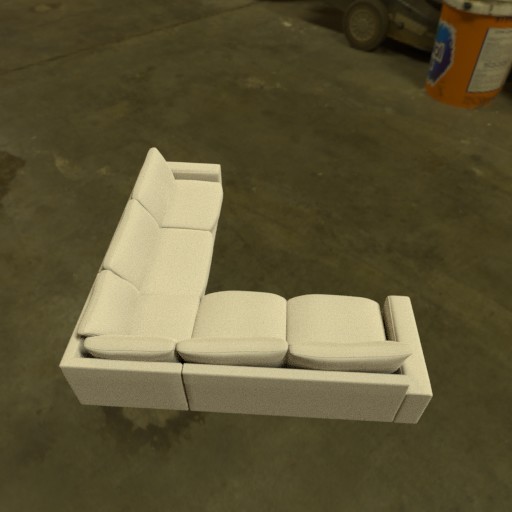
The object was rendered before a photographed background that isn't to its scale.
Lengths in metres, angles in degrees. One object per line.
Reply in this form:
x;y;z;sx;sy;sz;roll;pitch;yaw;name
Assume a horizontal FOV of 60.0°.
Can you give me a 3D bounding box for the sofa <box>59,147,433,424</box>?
0.000;0.000;4.845;3.066;0.918;3.206;2;45;2;sofa
